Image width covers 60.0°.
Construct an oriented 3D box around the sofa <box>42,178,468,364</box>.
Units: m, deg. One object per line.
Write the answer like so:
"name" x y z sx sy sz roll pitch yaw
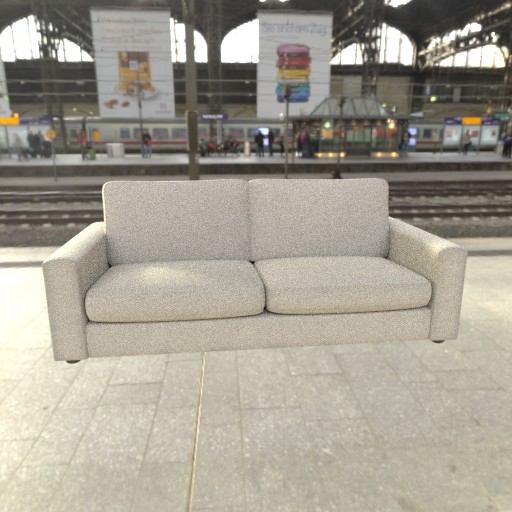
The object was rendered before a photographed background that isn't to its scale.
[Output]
"sofa" 0.000 0.000 2.709 2.179 0.873 1.016 -2 15 -7
